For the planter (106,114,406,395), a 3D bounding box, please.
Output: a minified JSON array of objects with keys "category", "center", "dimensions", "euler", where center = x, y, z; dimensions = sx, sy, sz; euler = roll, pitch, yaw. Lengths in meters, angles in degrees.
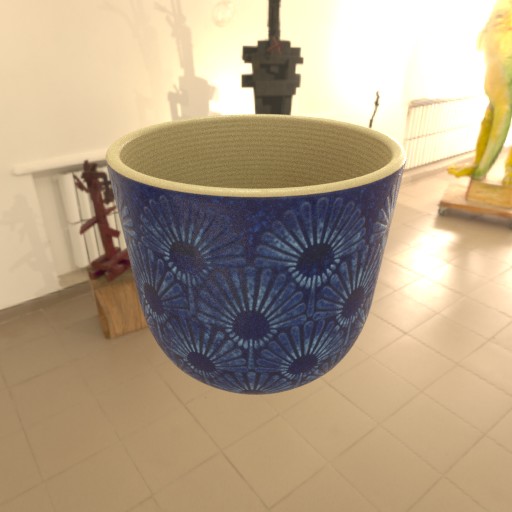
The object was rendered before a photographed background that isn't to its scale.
[{"category":"planter","center":[0.000,0.000,0.296],"dimensions":[0.170,0.153,0.170],"euler":[0,29,0]}]
